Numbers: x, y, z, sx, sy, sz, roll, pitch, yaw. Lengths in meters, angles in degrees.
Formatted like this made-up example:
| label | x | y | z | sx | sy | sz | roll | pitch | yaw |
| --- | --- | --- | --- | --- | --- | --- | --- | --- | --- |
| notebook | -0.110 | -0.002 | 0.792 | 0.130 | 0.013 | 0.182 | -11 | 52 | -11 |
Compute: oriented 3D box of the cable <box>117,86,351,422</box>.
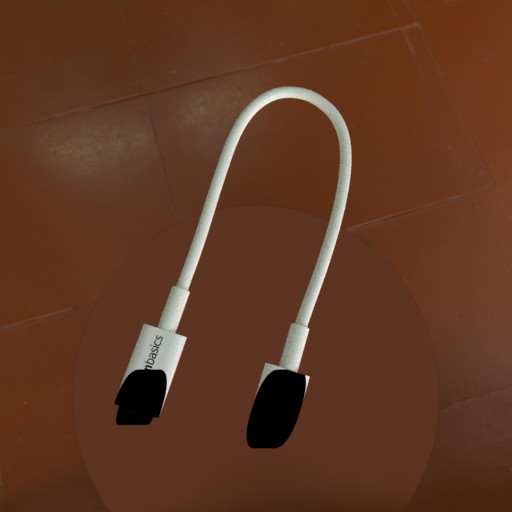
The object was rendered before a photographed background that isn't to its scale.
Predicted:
| label | x | y | z | sx | sy | sz | roll | pitch | yaw |
| --- | --- | --- | --- | --- | --- | --- | --- | --- | --- |
| cable | 0.000 | 0.000 | 0.109 | 0.041 | 0.005 | 0.098 | 17 | 75 | 4 |
